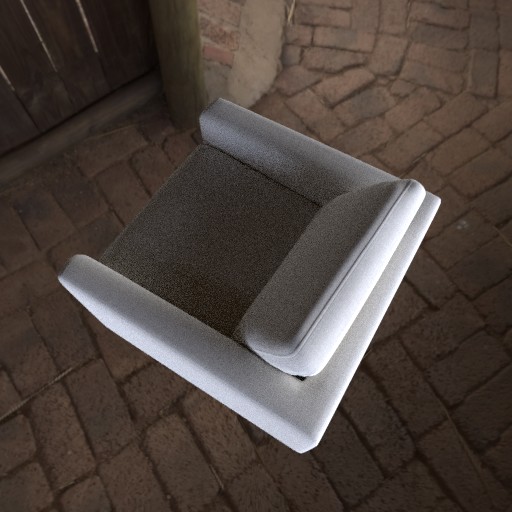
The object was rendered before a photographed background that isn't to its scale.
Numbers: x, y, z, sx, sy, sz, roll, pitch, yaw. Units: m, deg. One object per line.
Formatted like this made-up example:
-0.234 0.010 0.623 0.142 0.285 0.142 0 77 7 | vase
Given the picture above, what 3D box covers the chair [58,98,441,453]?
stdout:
0.000 0.000 1.842 1.100 0.876 1.070 29 67 14 | chair
